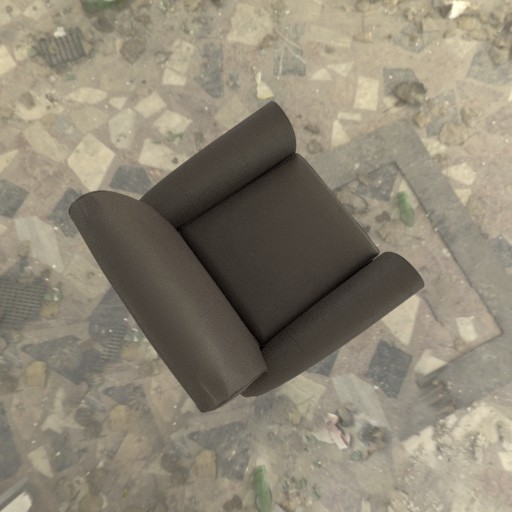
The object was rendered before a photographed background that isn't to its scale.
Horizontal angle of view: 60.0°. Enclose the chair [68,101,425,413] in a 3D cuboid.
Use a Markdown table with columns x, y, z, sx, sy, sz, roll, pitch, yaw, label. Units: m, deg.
| x | y | z | sx | sy | sz | roll | pitch | yaw | label |
| --- | --- | --- | --- | --- | --- | --- | --- | --- | --- |
| 0.000 | 0.000 | 1.779 | 0.902 | 1.061 | 0.978 | -35 | 79 | -8 | chair |
